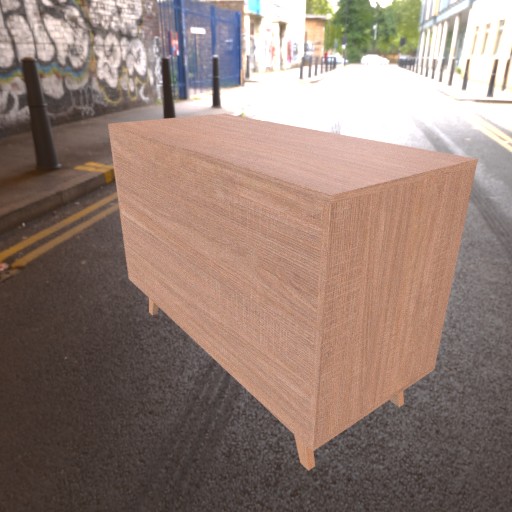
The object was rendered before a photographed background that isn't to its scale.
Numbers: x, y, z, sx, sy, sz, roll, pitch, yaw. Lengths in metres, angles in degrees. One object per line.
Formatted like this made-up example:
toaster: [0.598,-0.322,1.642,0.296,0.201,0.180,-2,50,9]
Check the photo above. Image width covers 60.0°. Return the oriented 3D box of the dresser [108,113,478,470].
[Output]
dresser: [0.000,0.000,1.492,0.500,0.780,1.110,-17,30,-33]
